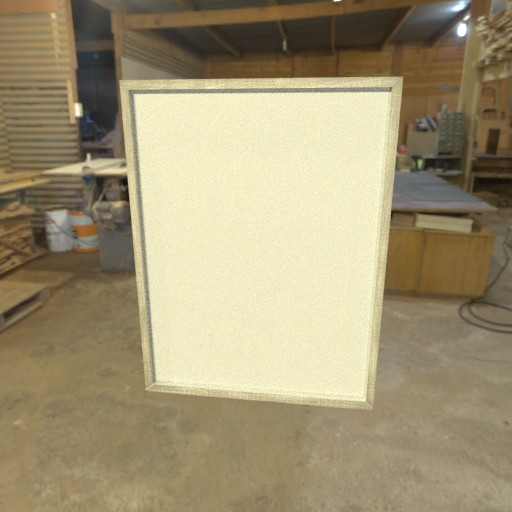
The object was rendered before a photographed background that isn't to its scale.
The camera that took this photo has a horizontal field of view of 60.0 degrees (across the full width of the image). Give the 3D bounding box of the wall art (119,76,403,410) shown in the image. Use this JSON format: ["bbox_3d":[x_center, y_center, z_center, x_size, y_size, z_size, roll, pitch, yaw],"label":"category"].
[{"bbox_3d":[0.000,0.000,1.372,0.781,1.022,0.035,2,17,7],"label":"wall art"}]
